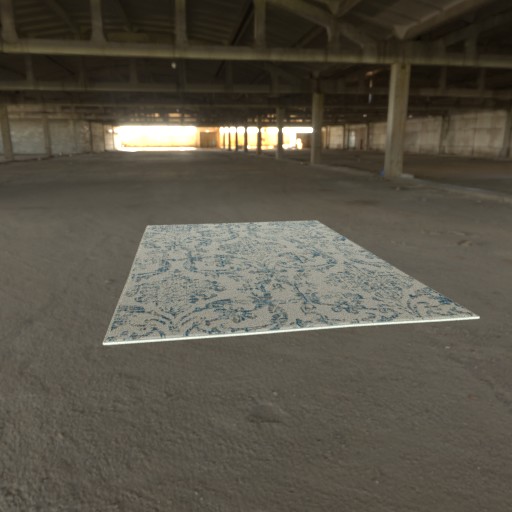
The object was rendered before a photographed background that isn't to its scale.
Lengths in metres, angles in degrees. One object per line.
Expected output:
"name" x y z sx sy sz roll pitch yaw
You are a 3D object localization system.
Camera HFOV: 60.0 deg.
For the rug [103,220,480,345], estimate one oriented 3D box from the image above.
"rug" 0.000 0.000 2.256 1.213 0.012 1.831 -2 15 -9
